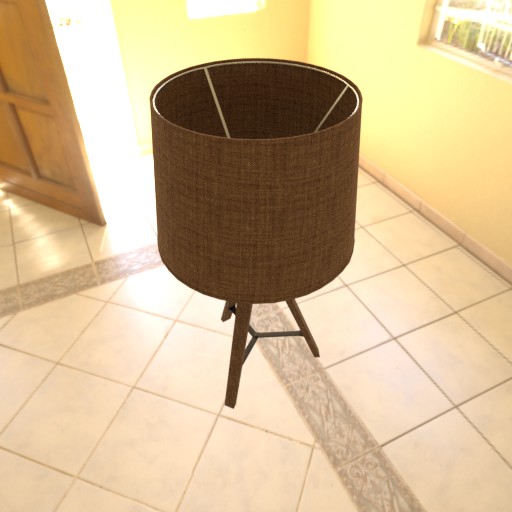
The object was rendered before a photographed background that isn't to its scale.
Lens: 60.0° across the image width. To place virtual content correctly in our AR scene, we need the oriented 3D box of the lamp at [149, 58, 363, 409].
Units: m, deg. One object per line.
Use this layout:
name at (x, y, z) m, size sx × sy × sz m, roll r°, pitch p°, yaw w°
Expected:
lamp at (0.000, 0.000, 0.692) m, size 0.290 × 0.514 × 0.290 m, roll 0°, pitch 41°, yaw 0°
